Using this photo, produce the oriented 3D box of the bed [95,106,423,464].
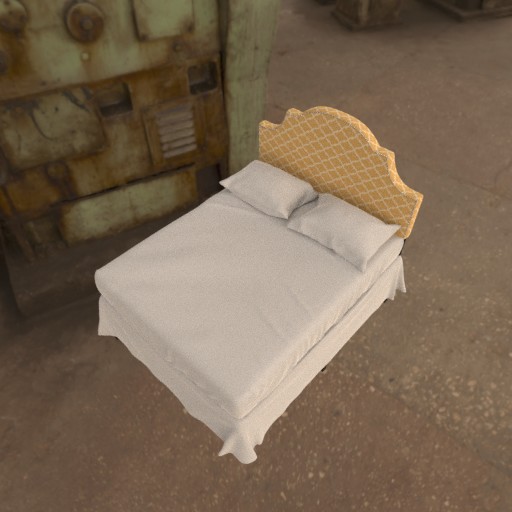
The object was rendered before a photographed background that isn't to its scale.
[{"bbox_3d":[0.000,0.000,3.433,1.780,1.633,2.222,34,56,28],"label":"bed"}]
